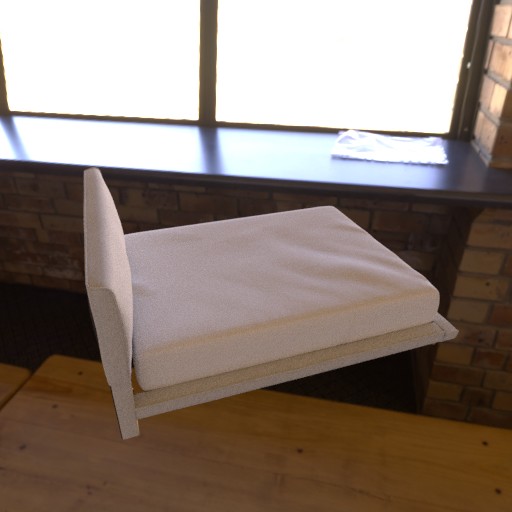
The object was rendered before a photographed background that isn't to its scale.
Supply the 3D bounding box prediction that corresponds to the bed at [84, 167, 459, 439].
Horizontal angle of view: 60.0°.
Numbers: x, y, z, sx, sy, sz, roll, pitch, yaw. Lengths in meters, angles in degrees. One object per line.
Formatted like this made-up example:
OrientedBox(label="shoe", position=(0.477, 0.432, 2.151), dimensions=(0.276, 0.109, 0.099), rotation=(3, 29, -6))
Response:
OrientedBox(label="bed", position=(0.000, 0.000, 3.563), dimensions=(2.498, 1.126, 1.980), rotation=(-10, 31, -16))
